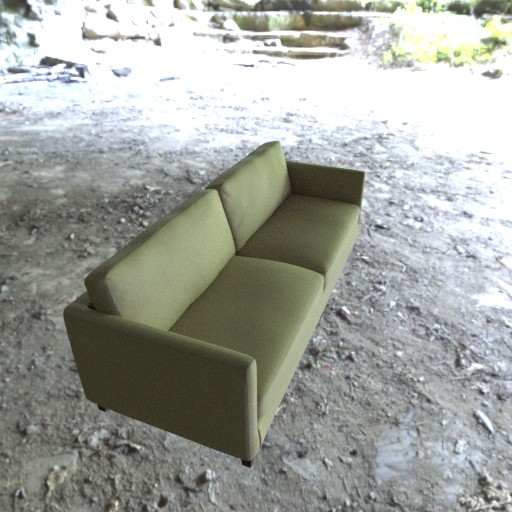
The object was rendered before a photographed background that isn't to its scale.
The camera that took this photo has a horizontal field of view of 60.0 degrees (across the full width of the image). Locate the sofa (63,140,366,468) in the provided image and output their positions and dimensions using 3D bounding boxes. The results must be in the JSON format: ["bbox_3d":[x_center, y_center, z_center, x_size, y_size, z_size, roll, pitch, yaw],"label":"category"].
[{"bbox_3d":[0.000,0.000,2.920,0.988,0.912,2.404,12,33,19],"label":"sofa"}]
